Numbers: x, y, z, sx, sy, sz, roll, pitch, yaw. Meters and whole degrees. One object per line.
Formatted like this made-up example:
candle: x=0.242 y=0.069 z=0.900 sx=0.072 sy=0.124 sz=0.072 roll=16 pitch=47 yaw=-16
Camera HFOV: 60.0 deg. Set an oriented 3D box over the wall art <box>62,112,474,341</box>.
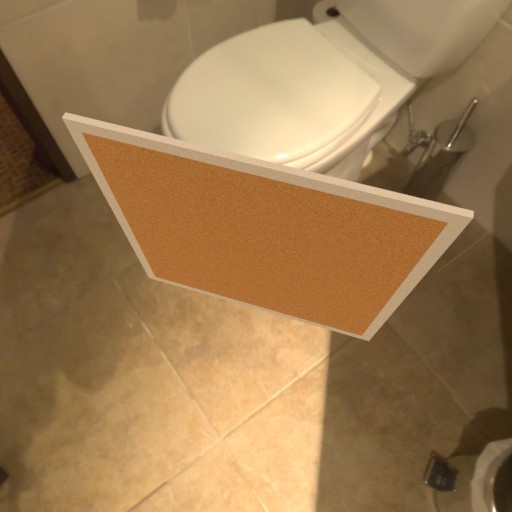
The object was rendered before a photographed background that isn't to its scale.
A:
wall art: x=0.000 y=0.000 z=0.679 sx=0.456 sy=0.457 sz=0.009 roll=15 pitch=65 yaw=7
